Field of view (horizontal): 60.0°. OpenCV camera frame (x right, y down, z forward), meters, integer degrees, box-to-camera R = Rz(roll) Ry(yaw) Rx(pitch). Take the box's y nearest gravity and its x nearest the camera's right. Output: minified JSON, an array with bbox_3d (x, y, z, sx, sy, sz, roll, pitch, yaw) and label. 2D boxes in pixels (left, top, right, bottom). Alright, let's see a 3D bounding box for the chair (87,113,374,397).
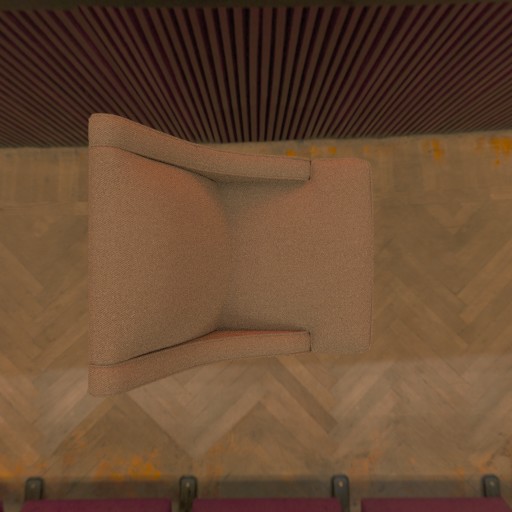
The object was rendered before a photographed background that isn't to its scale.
[{"bbox_3d":[0.000,0.000,1.388,0.748,0.872,0.628,0,90,0],"label":"chair"}]
